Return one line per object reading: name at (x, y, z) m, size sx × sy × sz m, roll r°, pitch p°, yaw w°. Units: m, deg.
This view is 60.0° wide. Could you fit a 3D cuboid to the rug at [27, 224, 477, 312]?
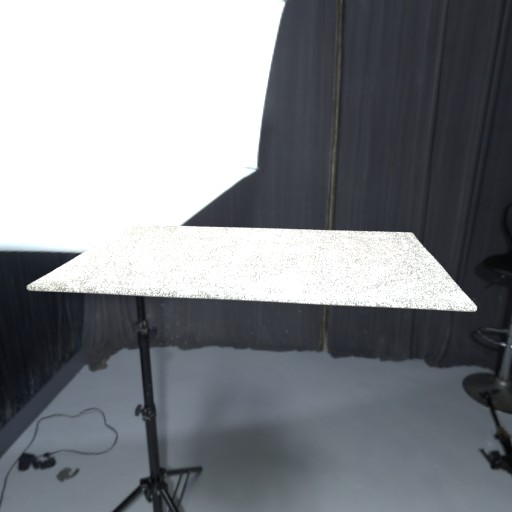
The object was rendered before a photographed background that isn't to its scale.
rug at (0.000, 0.000, 2.991) m, size 2.350 × 0.025 × 1.502 m, roll 2°, pitch 17°, yaw 7°
